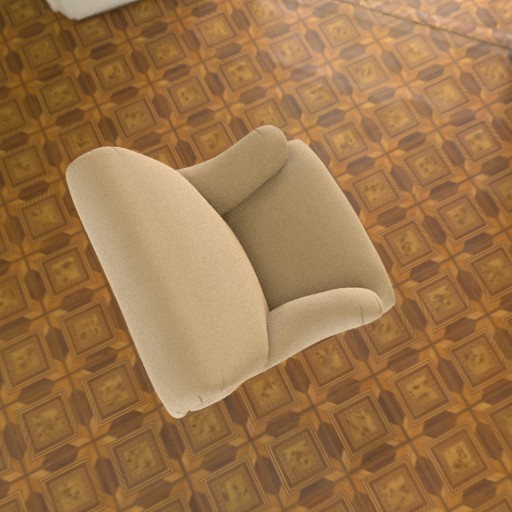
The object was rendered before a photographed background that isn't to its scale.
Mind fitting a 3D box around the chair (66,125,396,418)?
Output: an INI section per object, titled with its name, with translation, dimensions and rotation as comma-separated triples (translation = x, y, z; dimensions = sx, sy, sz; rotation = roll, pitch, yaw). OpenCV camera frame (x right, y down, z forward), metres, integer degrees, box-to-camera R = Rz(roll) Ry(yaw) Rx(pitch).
[chair]
translation = 0.000, 0.000, 1.566
dimensions = 0.842, 0.942, 0.766
rotation = -26, 77, -7
